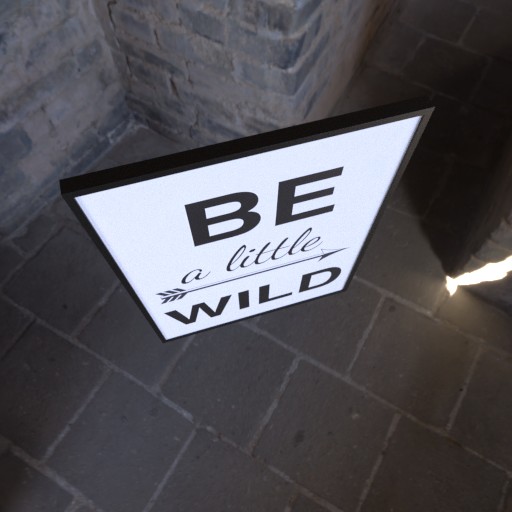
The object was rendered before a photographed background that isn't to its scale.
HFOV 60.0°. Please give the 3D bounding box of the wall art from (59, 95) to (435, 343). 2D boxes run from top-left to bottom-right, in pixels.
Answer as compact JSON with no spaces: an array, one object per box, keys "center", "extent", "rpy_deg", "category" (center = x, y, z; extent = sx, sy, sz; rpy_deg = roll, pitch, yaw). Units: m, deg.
[{"center":[0.000,0.000,1.399],"extent":[0.806,1.062,0.038],"rpy_deg":[-15,64,-7],"category":"wall art"}]
